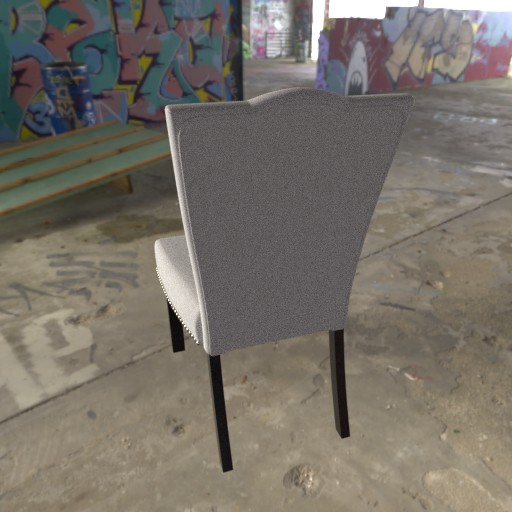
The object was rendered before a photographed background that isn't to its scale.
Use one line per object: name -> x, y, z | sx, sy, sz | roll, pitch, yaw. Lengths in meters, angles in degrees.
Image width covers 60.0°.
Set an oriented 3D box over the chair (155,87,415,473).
chair -> 0.000, 0.000, 1.243 | 0.518, 0.946, 0.589 | -9, 29, -16
